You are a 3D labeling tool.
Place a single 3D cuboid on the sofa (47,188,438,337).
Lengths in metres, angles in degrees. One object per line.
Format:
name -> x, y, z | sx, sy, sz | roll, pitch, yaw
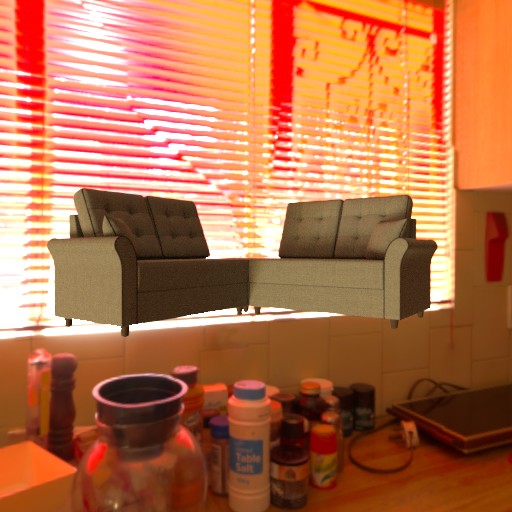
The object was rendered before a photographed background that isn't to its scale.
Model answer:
sofa -> 0.000, 0.000, 3.292 | 2.070, 0.988, 2.068 | 0, 1, 36
